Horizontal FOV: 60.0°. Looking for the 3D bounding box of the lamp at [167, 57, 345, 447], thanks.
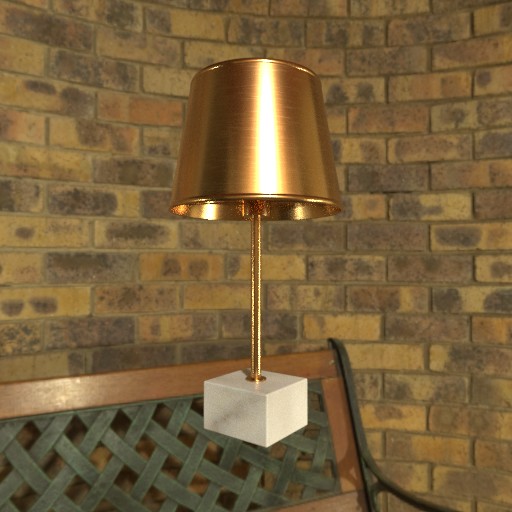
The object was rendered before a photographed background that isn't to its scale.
[{"bbox_3d":[0.000,0.000,0.530,0.208,0.406,0.208,0,-1,0],"label":"lamp"}]
